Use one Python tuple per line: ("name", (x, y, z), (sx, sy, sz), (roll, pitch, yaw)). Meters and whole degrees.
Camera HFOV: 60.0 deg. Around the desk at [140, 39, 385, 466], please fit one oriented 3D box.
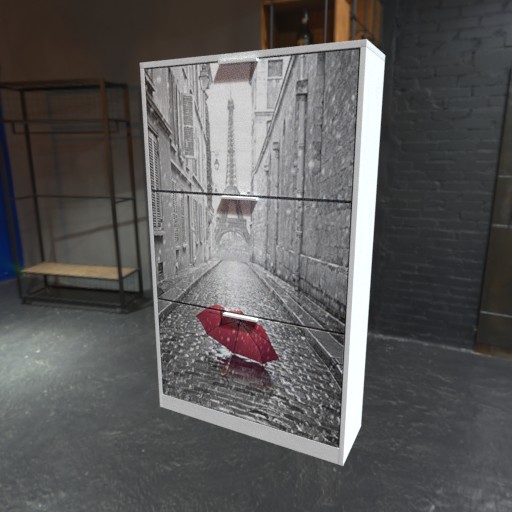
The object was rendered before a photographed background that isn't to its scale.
("desk", (0.000, 0.000, 1.552), (0.750, 1.280, 0.250), (7, 16, 26))
